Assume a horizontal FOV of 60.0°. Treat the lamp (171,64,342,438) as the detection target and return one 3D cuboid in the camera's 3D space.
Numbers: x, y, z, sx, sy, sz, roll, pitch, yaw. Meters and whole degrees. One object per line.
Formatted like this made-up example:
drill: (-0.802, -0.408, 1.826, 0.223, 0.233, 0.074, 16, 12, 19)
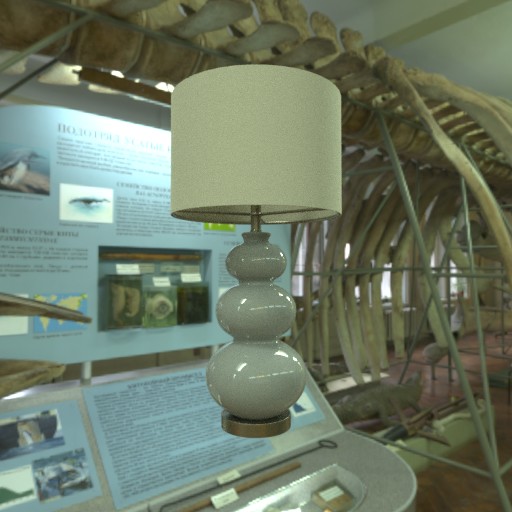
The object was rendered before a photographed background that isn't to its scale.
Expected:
lamp: (0.000, 0.000, 0.966, 0.367, 0.730, 0.367, 0, -2, 18)
